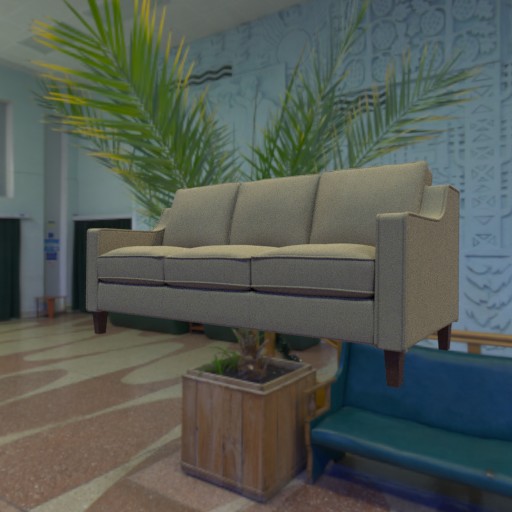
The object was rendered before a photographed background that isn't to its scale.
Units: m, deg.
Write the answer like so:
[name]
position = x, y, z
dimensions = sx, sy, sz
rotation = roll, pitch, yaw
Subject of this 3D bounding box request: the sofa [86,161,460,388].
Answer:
[sofa]
position = 0.000, 0.000, 2.539
dimensions = 1.986, 0.974, 0.911
rotation = 0, 1, 36
